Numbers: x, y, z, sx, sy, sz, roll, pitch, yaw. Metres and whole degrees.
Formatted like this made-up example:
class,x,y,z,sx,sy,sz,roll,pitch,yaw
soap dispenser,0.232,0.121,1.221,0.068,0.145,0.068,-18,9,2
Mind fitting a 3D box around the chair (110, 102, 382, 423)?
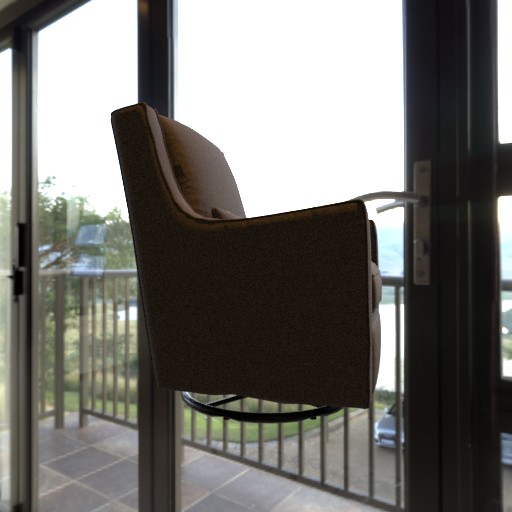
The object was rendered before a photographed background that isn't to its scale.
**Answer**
class,x,y,z,sx,sy,sz,roll,pitch,yaw
chair,0.000,0.000,1.617,0.879,0.993,0.732,0,0,17
